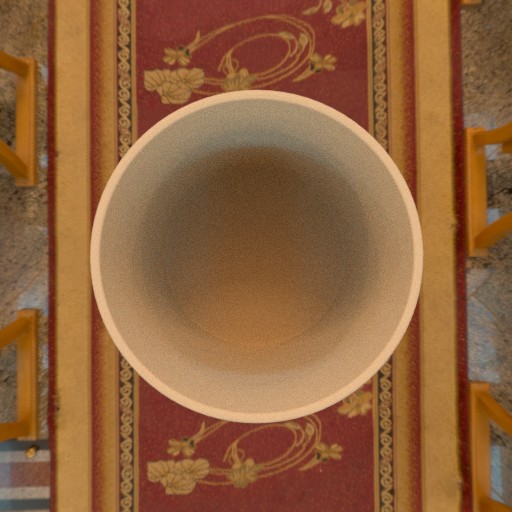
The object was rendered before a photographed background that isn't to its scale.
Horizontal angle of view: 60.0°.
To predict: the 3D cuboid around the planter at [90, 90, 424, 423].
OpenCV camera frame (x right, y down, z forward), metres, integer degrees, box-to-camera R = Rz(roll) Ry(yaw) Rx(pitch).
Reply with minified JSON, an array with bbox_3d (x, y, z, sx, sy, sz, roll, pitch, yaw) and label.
[{"bbox_3d":[0.000,0.000,0.394,0.221,0.201,0.221,0,90,0],"label":"planter"}]
